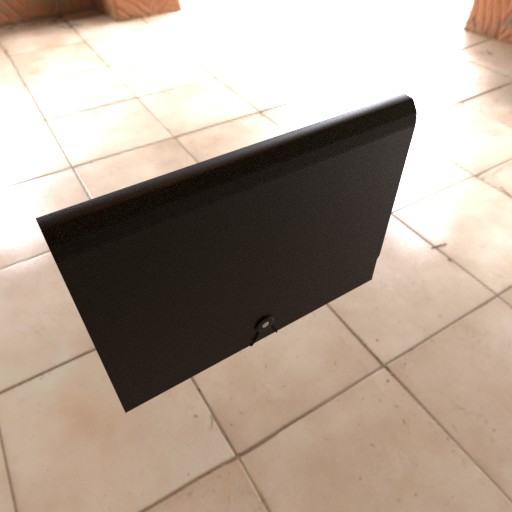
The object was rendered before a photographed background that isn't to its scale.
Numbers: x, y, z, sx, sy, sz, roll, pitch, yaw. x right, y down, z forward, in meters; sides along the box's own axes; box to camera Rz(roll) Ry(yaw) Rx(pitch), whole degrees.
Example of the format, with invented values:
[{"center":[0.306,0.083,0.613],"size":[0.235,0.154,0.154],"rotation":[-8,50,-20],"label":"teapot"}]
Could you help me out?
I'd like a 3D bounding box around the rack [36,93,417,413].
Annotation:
[{"center":[0.000,0.000,0.430],"size":[0.330,0.241,0.041],"rotation":[-24,50,-22],"label":"rack"}]
